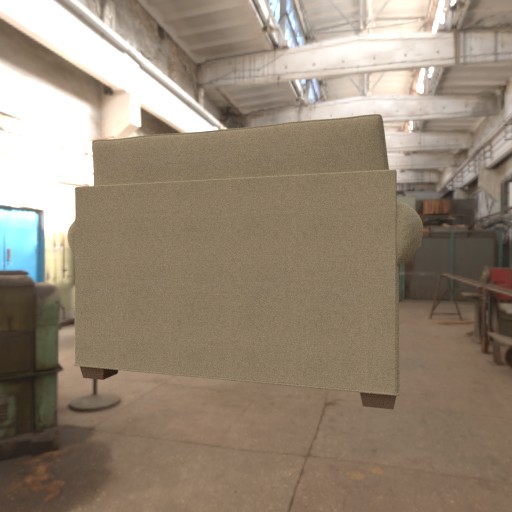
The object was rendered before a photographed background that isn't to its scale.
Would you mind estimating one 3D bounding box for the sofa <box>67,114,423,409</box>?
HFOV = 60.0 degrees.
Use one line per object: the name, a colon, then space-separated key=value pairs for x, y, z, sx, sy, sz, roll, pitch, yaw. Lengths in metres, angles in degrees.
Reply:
sofa: x=0.000 y=0.000 z=2.029 sx=1.405 sy=0.991 sz=0.936 roll=0 pitch=0 yaw=18
